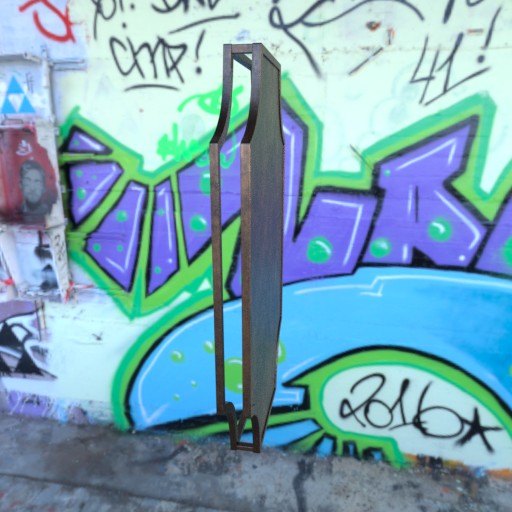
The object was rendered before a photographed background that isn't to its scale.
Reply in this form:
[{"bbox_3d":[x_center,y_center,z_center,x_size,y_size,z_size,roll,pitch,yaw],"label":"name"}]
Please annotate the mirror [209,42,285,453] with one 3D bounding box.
[{"bbox_3d":[0.000,0.000,0.973,0.066,0.811,0.462,3,16,10],"label":"mirror"}]
